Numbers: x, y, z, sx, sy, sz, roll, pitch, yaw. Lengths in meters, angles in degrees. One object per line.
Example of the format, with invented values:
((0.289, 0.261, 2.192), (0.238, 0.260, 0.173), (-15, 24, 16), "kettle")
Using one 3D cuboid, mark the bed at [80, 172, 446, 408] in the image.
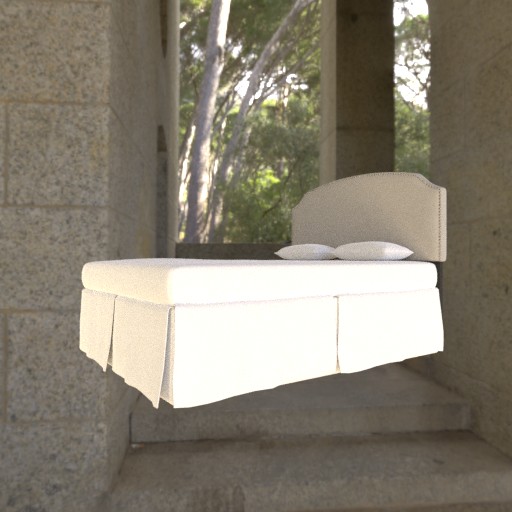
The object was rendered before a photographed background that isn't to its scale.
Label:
((0.000, 0.000, 2.958), (1.999, 1.270, 1.558), (0, 0, -35), "bed")
